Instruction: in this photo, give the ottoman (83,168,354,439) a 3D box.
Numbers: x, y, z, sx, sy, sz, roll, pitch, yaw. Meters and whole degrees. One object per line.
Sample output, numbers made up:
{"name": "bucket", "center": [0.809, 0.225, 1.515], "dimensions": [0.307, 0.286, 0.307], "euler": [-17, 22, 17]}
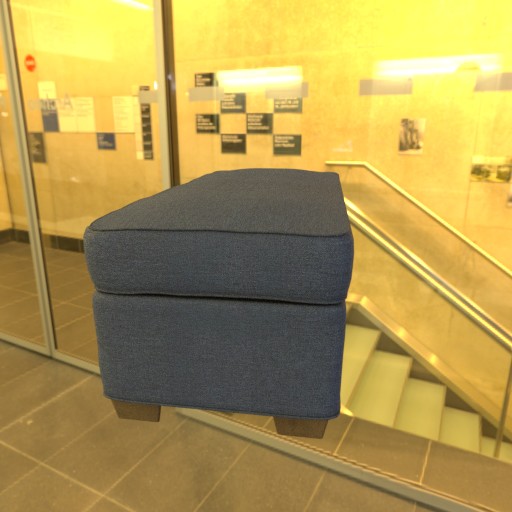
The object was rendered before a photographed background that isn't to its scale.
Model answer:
{"name": "ottoman", "center": [0.000, 0.000, 1.354], "dimensions": [0.515, 0.460, 1.110], "euler": [2, 16, 8]}
